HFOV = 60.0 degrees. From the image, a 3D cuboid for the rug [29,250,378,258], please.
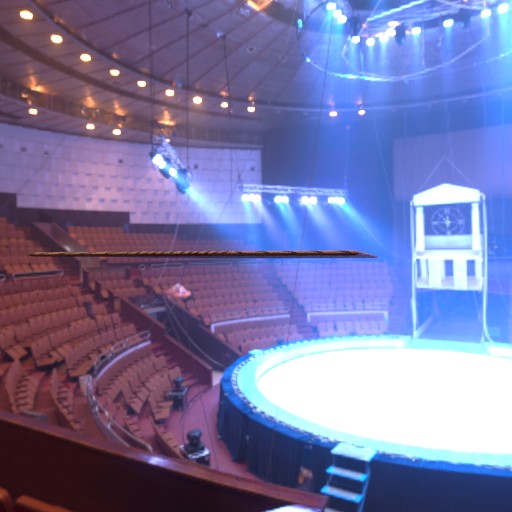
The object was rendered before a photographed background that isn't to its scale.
[{"bbox_3d":[0.000,0.000,3.024,1.539,0.023,2.406,0,-1,17],"label":"rug"}]
